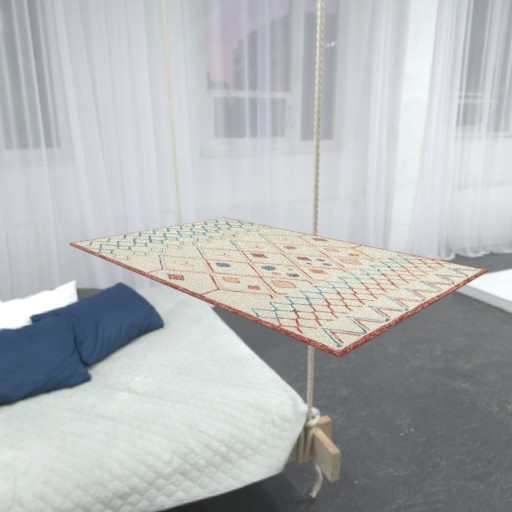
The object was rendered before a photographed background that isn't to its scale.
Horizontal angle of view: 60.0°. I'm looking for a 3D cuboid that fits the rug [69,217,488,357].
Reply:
[{"bbox_3d":[0.000,0.000,2.989,1.524,0.015,2.438,-15,21,-43],"label":"rug"}]
